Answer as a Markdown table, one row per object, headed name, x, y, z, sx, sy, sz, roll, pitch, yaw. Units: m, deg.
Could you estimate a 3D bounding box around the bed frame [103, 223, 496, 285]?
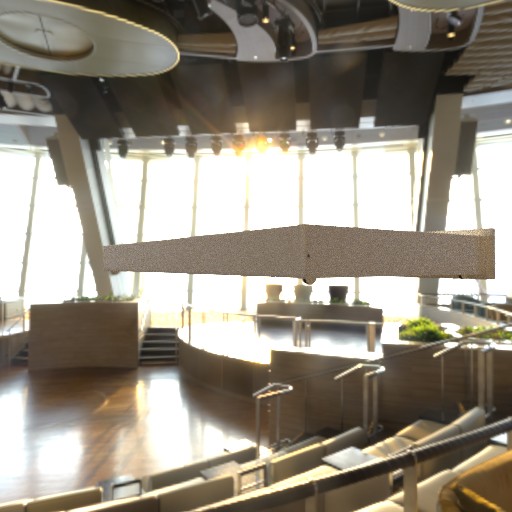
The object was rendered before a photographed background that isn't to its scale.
| name | x | y | z | sx | sy | sz | roll | pitch | yaw |
| --- | --- | --- | --- | --- | --- | --- | --- | --- | --- |
| bed frame | 0.000 | 0.000 | 1.536 | 0.670 | 0.141 | 1.300 | 1 | -1 | -36 |
